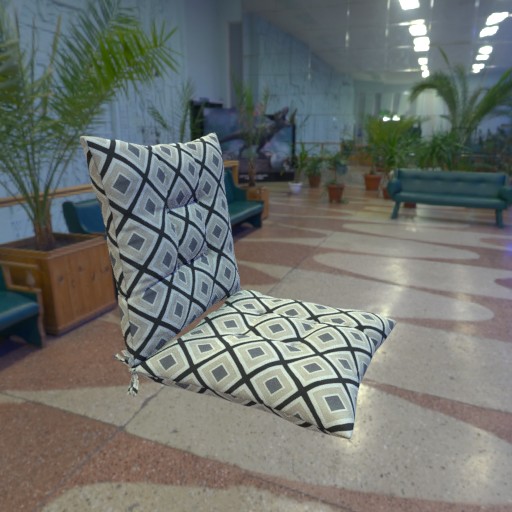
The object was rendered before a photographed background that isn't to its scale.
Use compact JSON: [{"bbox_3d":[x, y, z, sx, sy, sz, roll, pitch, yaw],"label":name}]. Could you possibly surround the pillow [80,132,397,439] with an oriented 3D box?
[{"bbox_3d":[0.000,0.000,1.009,0.585,0.536,0.541,7,18,24],"label":"pillow"}]
